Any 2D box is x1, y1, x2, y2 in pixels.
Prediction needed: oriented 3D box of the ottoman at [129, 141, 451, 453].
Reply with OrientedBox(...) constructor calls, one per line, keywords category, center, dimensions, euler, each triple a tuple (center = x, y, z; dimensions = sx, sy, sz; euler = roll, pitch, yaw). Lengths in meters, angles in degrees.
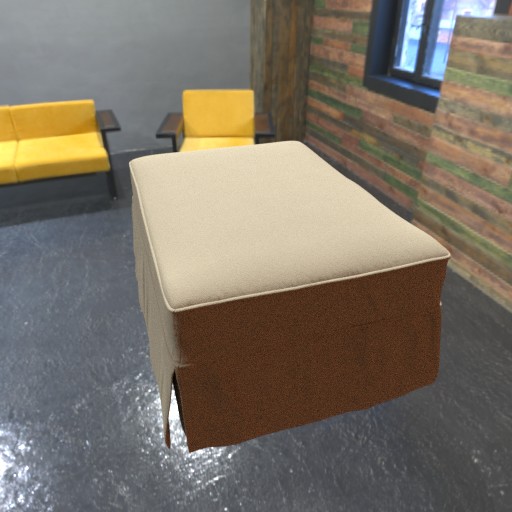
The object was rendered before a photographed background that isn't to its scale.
OrientedBox(category="ottoman", center=(0.000, 0.000, 1.353), dimensions=(0.721, 0.482, 0.959), euler=(-10, 33, -16))
